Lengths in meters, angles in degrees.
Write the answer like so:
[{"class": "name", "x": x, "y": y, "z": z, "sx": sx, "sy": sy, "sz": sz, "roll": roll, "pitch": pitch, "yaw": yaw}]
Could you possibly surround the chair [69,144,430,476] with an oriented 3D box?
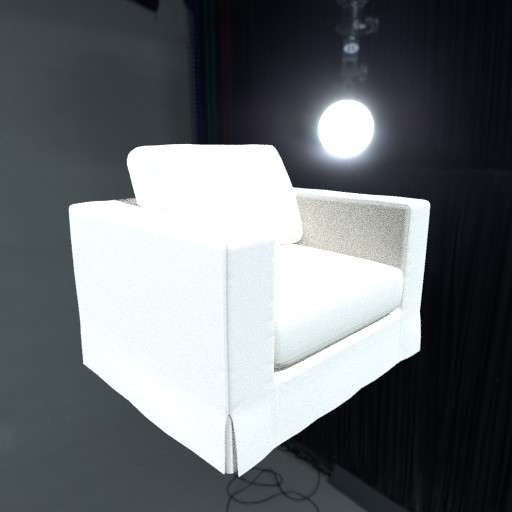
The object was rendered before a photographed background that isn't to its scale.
[{"class": "chair", "x": 0.000, "y": 0.000, "z": 1.799, "sx": 1.150, "sy": 0.878, "sz": 0.957, "roll": -14, "pitch": 20, "yaw": -43}]
